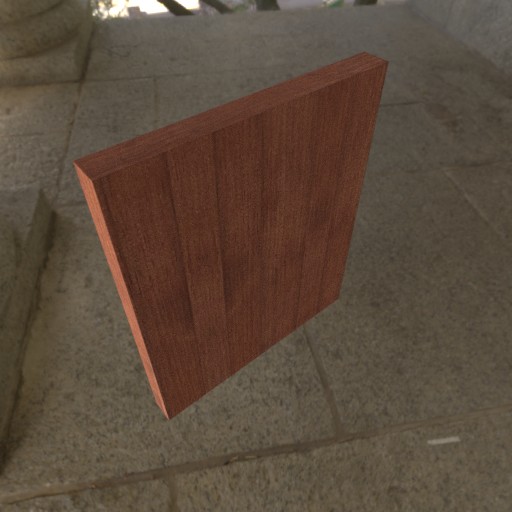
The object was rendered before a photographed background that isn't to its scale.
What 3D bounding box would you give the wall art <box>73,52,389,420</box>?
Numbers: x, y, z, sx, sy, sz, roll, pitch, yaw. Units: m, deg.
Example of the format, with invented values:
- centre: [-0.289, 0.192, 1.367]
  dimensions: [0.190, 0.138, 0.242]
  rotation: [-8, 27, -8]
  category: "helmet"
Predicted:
- centre: [0.000, 0.000, 0.616]
  dimensions: [0.377, 0.449, 0.039]
  rotation: [-30, 53, -26]
  category: "wall art"
